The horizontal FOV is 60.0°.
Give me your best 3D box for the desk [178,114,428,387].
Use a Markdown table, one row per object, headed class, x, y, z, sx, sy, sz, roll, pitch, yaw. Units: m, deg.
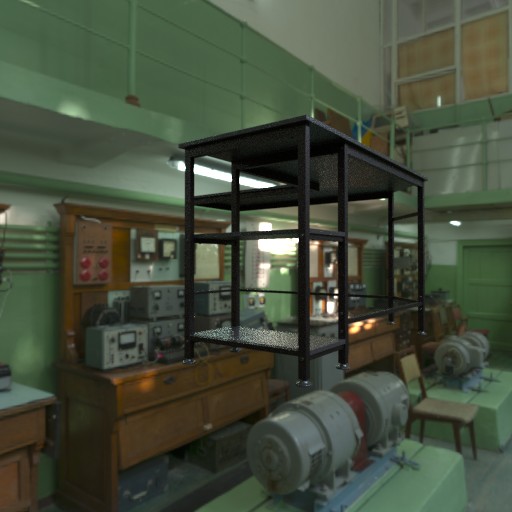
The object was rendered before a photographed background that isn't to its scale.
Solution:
| class | x | y | z | sx | sy | sz | roll | pitch | yaw |
| --- | --- | --- | --- | --- | --- | --- | --- | --- | --- |
| desk | 0.000 | 0.000 | 2.157 | 1.379 | 0.739 | 1.379 | -1 | -1 | 37 |
